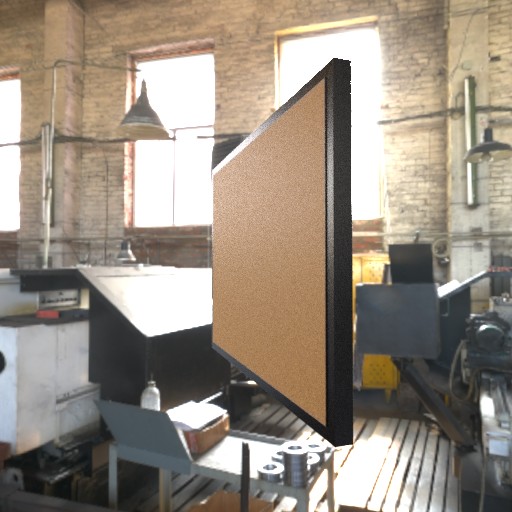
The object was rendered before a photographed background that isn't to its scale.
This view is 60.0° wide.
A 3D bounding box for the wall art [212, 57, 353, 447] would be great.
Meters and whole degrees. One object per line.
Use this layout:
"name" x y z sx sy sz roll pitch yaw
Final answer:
"wall art" 0.000 0.000 0.834 0.027 0.458 0.657 0 -1 -18
